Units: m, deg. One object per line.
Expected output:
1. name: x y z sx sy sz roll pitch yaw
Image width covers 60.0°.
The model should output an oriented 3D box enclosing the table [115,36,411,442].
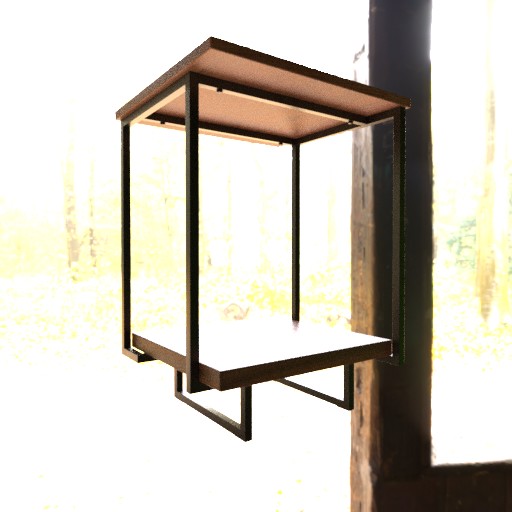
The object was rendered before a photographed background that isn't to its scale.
1. table: 0.000 0.000 0.839 0.411 0.567 0.384 -1 1 -35
